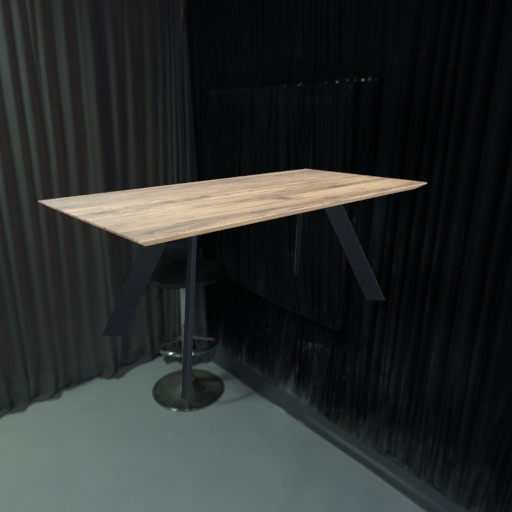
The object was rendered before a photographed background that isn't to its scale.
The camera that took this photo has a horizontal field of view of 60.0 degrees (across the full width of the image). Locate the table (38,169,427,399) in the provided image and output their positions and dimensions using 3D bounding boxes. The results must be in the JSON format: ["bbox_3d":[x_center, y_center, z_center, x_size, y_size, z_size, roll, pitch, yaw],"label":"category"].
[{"bbox_3d":[0.000,0.000,2.598,2.000,0.770,1.000,-16,23,-40],"label":"table"}]
